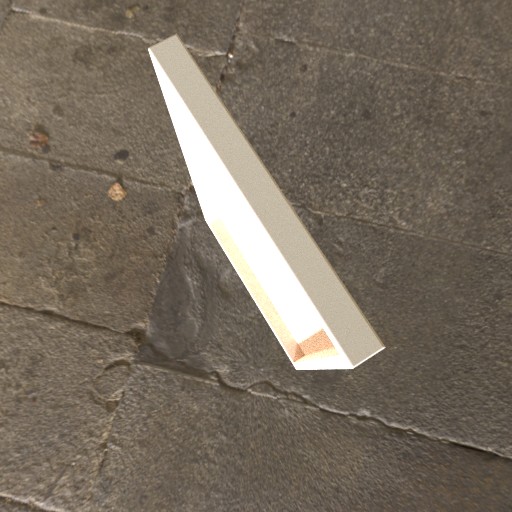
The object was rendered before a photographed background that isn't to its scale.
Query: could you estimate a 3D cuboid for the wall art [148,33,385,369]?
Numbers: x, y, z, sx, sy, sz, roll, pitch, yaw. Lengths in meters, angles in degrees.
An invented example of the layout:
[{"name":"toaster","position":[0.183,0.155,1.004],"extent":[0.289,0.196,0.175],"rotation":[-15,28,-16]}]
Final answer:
[{"name":"wall art","position":[0.000,0.000,0.763],"extent":[0.038,0.608,0.418],"rotation":[-30,78,-7]}]
